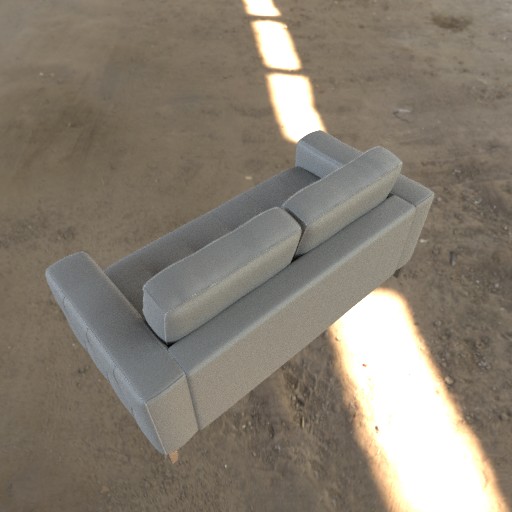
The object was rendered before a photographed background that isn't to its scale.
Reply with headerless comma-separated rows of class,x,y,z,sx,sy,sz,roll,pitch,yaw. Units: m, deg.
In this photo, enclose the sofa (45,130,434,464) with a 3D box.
sofa,0.000,0.000,2.181,1.726,0.892,0.833,-33,55,-27
